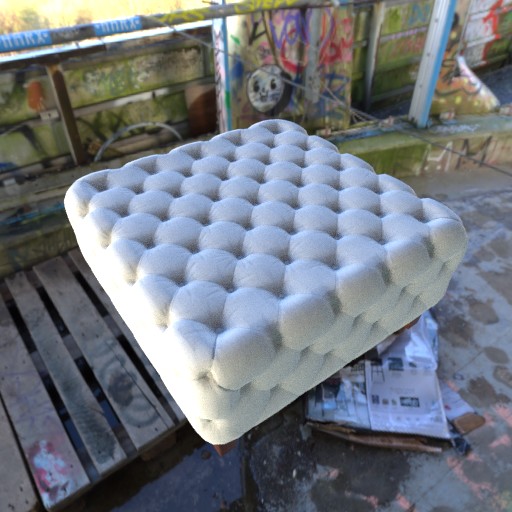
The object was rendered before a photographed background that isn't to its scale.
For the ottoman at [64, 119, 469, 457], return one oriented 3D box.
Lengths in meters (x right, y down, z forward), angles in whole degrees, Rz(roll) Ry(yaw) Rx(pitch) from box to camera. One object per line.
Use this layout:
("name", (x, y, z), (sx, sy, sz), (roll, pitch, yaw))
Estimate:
("ottoman", (0.000, 0.000, 1.192), (0.753, 0.376, 0.755), (-25, 47, -26))
